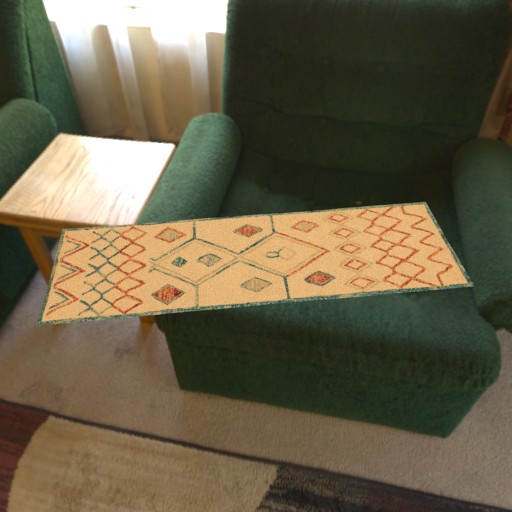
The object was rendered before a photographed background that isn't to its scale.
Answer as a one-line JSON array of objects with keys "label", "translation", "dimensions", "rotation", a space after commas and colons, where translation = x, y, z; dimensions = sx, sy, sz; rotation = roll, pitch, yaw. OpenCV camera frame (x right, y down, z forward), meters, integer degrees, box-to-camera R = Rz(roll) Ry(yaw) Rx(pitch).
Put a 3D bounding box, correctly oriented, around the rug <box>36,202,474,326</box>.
[{"label": "rug", "translation": [0.000, 0.000, 2.704], "dimensions": [2.435, 0.011, 0.750], "rotation": [-5, 47, -4]}]
